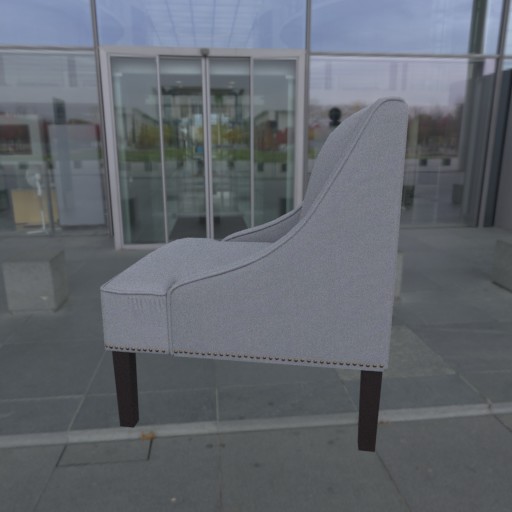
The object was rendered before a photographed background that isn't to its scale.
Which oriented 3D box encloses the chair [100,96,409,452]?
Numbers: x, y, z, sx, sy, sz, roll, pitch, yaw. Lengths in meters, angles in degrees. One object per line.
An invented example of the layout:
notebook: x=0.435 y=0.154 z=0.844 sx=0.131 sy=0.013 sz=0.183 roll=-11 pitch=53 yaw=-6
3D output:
chair: x=0.000 y=0.000 z=1.369 sx=0.747 sy=0.867 sz=0.631 roll=2 pitch=14 yaw=9
